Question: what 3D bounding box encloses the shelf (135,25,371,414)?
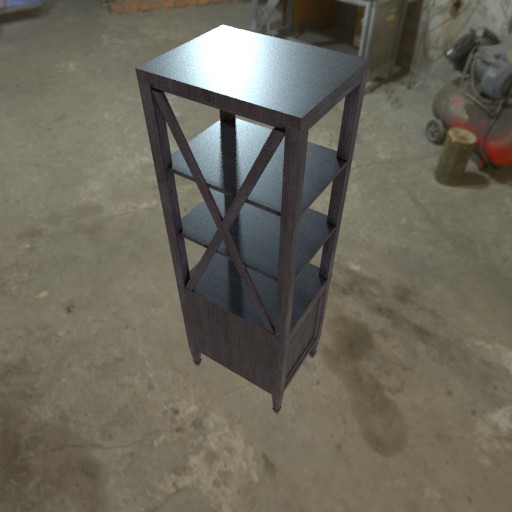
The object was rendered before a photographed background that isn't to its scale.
[{"bbox_3d":[0.000,0.000,2.008,0.584,1.727,0.472,25,50,22],"label":"shelf"}]
